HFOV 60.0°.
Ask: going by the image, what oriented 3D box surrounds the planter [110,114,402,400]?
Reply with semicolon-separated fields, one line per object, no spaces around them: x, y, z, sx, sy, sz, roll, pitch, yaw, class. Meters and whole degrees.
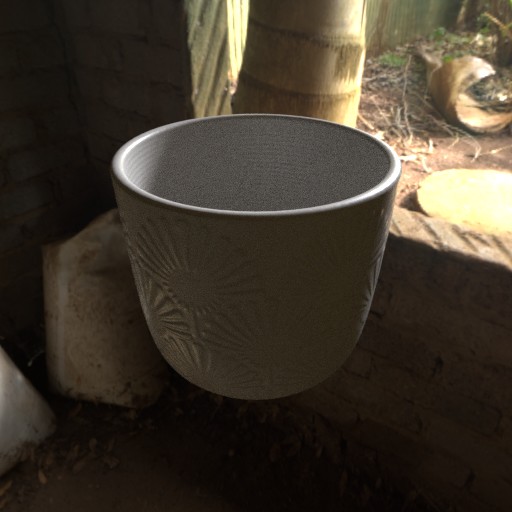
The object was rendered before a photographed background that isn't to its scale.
0.000;0.000;0.223;0.124;0.109;0.124;0;33;0;planter
